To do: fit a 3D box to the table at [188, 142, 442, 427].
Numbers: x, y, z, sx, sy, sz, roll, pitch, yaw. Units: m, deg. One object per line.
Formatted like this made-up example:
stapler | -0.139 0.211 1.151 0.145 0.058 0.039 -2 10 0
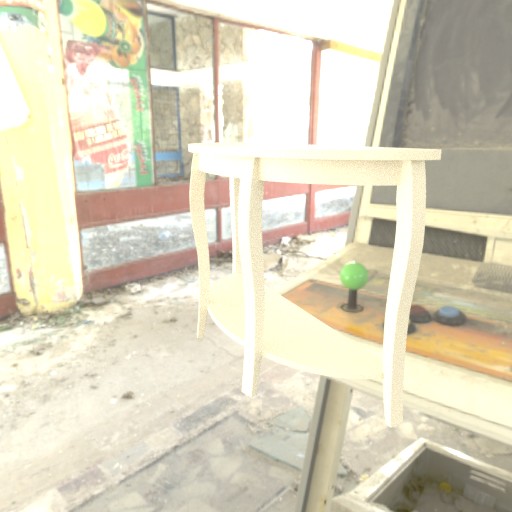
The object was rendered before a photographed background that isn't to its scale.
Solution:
table | 0.000 0.000 1.607 0.394 0.780 1.219 -7 17 -25
